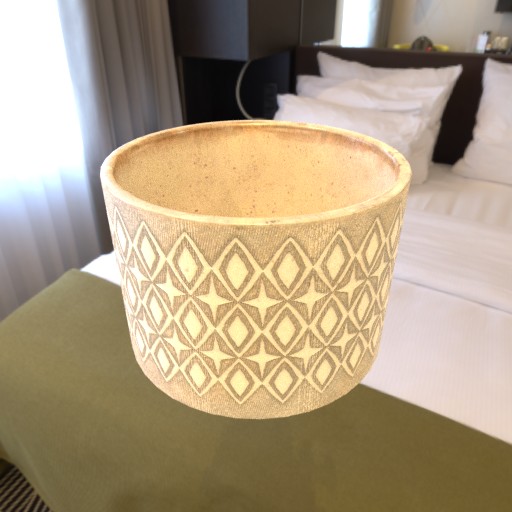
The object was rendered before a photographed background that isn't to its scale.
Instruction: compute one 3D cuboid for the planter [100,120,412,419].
[{"bbox_3d":[0.000,0.000,0.313,0.186,0.144,0.186,0,31,0],"label":"planter"}]
